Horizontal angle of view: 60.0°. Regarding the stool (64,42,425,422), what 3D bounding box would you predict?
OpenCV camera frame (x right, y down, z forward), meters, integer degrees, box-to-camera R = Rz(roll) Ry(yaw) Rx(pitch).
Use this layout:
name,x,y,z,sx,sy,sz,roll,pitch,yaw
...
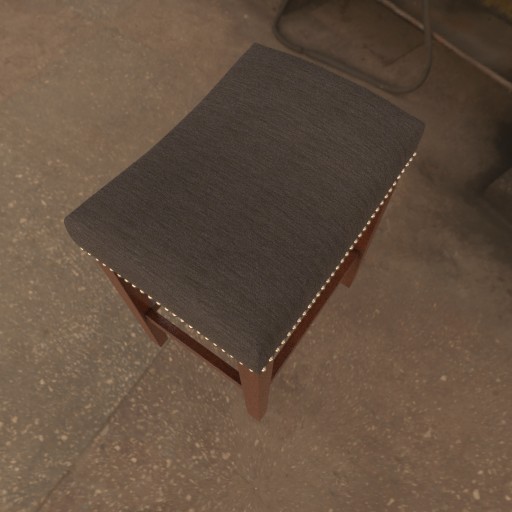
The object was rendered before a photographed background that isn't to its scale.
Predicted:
name,x,y,z,sx,sy,sz,roll,pitch,yaw
stool,0.000,0.000,0.964,0.372,0.654,0.504,32,67,16
